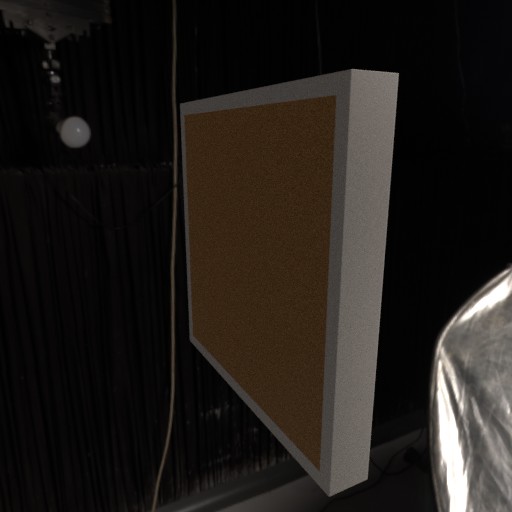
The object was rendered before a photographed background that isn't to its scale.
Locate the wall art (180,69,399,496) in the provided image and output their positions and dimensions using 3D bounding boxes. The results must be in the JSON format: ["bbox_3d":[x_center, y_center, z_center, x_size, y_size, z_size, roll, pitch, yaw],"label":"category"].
[{"bbox_3d":[0.000,0.000,0.435,0.038,0.302,0.305,-8,17,-27],"label":"wall art"}]
